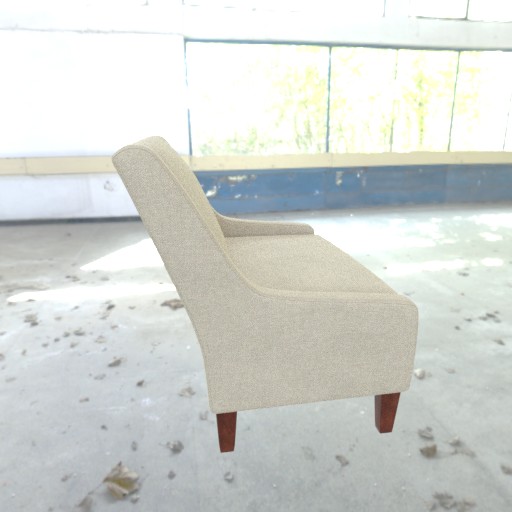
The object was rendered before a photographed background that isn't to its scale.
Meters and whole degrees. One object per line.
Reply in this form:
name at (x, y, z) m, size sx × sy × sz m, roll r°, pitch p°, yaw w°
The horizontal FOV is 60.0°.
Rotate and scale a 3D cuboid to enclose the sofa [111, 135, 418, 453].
sofa at (0.000, 0.000, 1.881) m, size 0.946 × 0.976 × 1.212 m, roll -3°, pitch 17°, yaw -9°
